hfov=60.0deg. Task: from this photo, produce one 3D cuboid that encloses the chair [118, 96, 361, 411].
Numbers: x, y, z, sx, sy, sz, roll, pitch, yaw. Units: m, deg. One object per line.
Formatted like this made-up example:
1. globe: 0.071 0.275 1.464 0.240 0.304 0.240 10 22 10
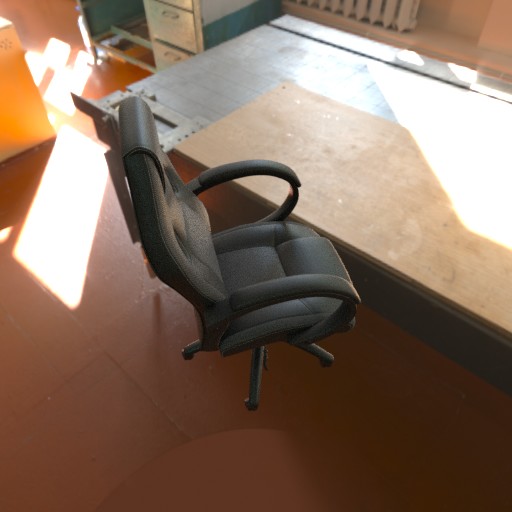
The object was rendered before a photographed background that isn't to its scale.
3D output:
1. chair: 0.000 0.000 1.601 0.724 1.187 0.673 -10 48 -9
